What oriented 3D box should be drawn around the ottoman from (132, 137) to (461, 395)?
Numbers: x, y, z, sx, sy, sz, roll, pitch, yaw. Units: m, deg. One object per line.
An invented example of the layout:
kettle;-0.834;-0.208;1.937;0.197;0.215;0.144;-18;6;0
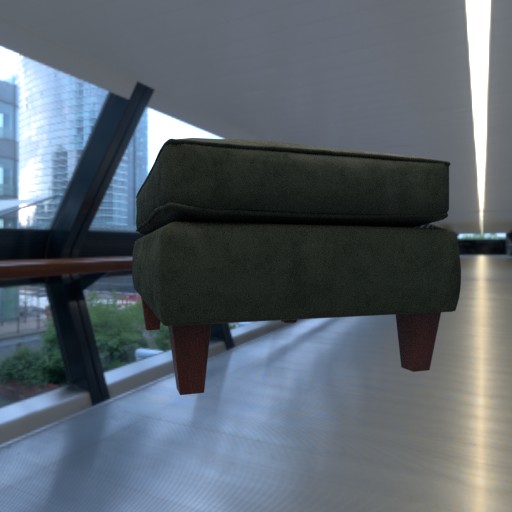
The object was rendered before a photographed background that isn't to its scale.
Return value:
ottoman;0.000;0.000;1.230;0.632;0.495;0.864;0;0;-19
